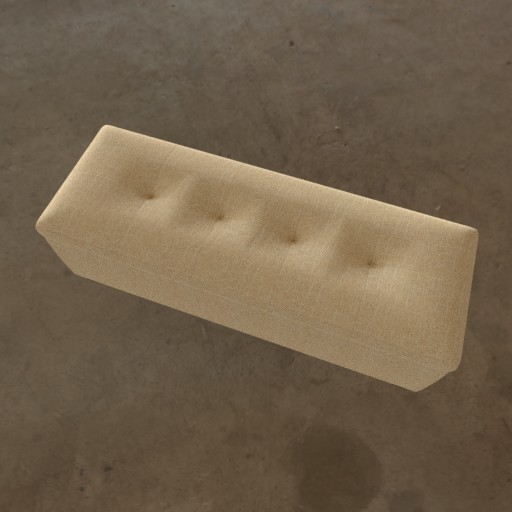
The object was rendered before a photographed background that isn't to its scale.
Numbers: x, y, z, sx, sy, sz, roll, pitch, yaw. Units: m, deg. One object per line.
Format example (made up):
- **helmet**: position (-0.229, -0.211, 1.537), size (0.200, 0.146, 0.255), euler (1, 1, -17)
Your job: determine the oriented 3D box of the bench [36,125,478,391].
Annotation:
- **bench**: position (0.000, 0.000, 1.426), size (1.219, 0.406, 0.432), euler (18, 64, 9)
